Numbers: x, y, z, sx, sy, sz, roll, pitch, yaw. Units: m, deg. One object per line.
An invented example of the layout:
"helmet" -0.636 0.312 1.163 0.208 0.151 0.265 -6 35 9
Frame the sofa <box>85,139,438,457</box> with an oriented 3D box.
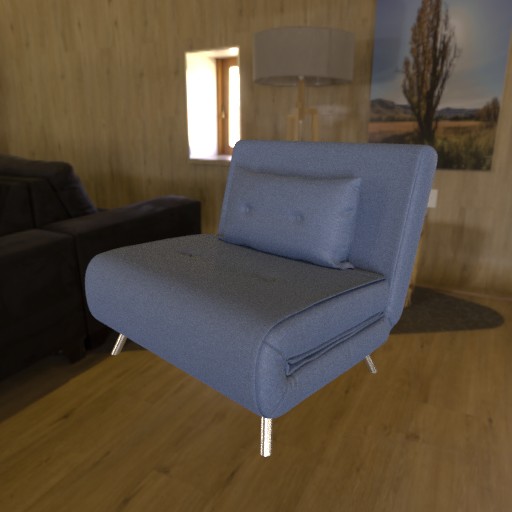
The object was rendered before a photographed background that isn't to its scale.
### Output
"sofa" 0.000 0.000 1.760 0.999 0.860 0.996 15 22 41
